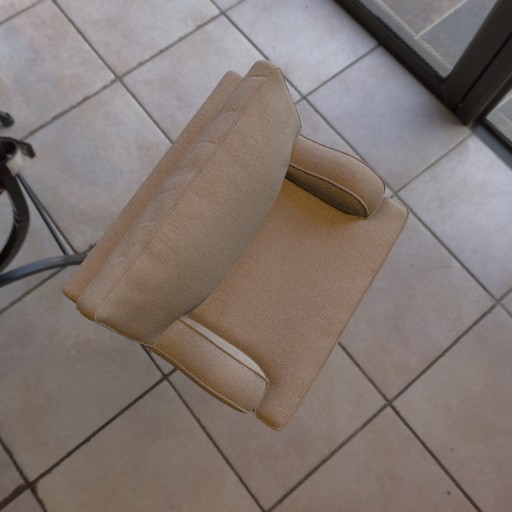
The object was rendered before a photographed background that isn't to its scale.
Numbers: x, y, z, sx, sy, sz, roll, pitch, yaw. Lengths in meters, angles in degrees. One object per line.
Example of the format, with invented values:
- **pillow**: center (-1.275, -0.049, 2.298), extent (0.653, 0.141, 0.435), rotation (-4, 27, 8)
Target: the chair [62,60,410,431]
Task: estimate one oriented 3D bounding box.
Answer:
- **chair**: center (0.000, 0.000, 2.043), extent (1.041, 1.016, 1.220), rotation (32, 78, 8)
